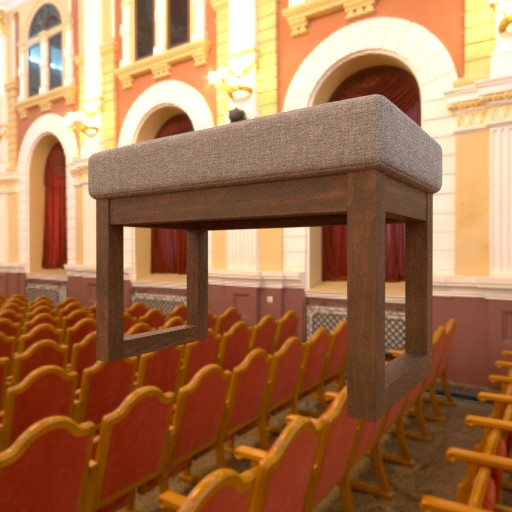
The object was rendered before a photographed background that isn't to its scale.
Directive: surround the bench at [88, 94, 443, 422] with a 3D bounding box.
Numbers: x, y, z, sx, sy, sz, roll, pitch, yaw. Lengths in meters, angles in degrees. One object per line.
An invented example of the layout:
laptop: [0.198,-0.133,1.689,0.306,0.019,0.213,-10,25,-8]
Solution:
bench: [0.000,0.000,0.946,0.681,0.467,0.366,0,1,35]
